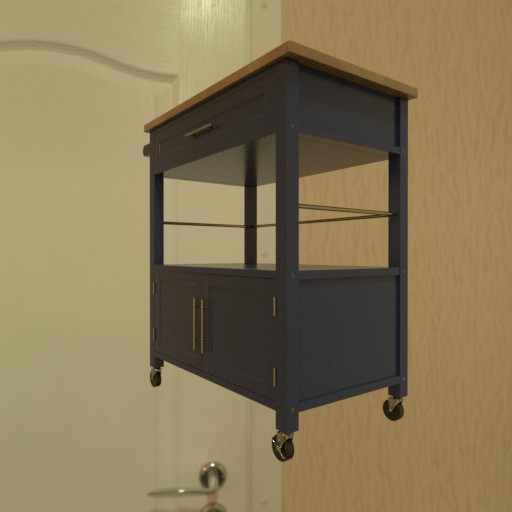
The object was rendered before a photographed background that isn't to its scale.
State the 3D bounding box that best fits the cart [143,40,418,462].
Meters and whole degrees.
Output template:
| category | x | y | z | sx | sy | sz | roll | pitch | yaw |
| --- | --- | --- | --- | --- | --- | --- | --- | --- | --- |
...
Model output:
| category | x | y | z | sx | sy | sz | roll | pitch | yaw |
| --- | --- | --- | --- | --- | --- | --- | --- | --- | --- |
| cart | 0.000 | 0.000 | 1.392 | 0.459 | 0.901 | 0.840 | 0 | 0 | -37 |
